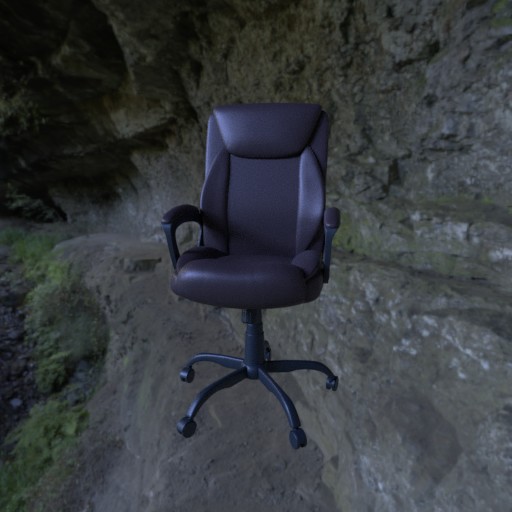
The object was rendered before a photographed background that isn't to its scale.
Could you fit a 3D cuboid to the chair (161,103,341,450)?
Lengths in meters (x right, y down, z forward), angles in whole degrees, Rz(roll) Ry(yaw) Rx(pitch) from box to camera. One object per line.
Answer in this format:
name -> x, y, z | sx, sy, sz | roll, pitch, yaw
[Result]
chair -> 0.000, 0.000, 1.553 | 0.615, 1.072, 0.655 | 2, 13, 9
